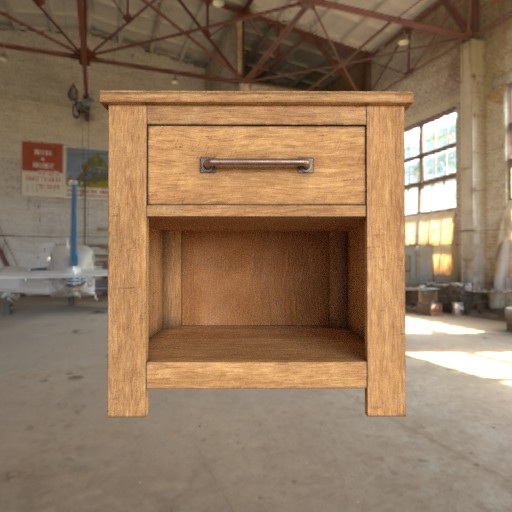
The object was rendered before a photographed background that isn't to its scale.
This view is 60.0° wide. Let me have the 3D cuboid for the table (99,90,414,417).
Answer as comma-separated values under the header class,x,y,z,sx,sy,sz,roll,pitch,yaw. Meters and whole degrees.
class,x,y,z,sx,sy,sz,roll,pitch,yaw
table,0.000,0.000,1.066,0.601,0.625,0.494,0,-1,0
